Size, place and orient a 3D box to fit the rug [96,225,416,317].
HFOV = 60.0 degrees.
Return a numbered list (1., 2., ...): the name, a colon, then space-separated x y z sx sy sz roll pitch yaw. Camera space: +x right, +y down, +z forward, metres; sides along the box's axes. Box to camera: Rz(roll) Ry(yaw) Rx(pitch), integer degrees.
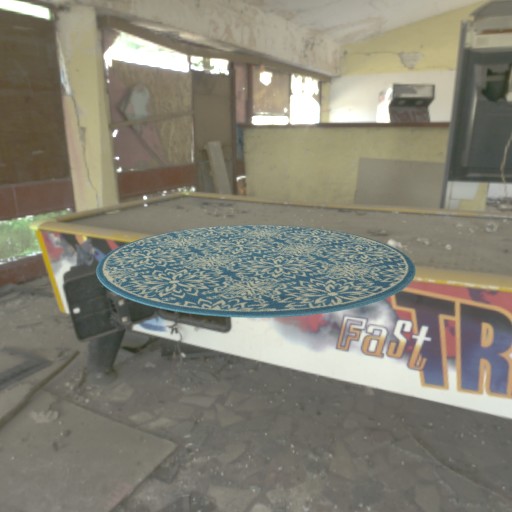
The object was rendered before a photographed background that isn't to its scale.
1. rug: 0.000 0.000 2.339 1.593 0.012 1.593 0 16 0
